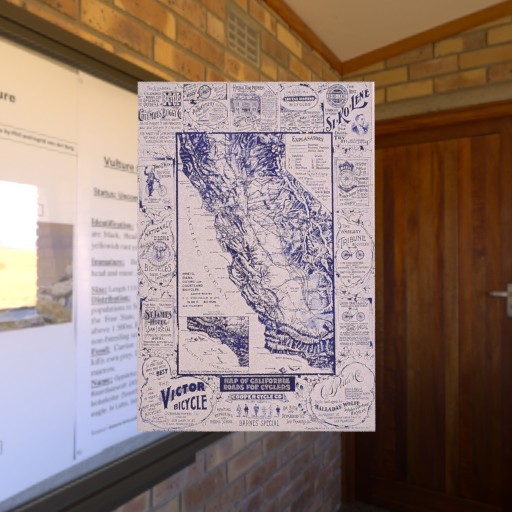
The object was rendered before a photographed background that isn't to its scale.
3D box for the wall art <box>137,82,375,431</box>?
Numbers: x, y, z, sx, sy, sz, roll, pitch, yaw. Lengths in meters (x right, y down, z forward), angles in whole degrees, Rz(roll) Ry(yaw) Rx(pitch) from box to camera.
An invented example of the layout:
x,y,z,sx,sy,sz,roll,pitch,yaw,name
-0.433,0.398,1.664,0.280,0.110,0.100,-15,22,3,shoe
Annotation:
x,y,z,sx,sy,sz,roll,pitch,yaw,name
0.000,0.000,0.973,0.511,0.753,0.039,0,-1,0,wall art
